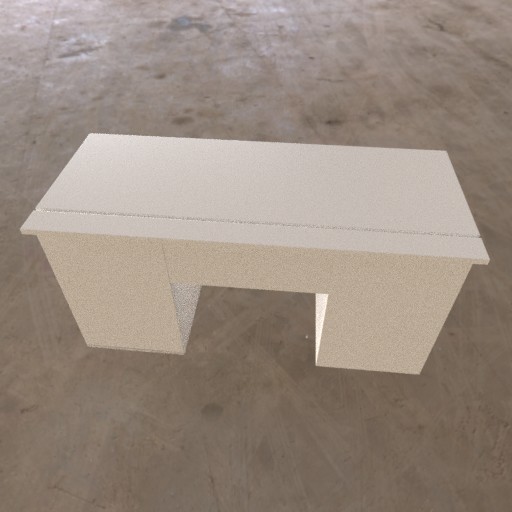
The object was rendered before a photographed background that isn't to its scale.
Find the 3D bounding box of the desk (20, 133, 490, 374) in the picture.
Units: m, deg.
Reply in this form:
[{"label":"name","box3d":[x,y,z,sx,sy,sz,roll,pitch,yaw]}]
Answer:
[{"label":"desk","box3d":[0.000,0.000,1.985,1.580,0.760,0.670,4,44,4]}]
